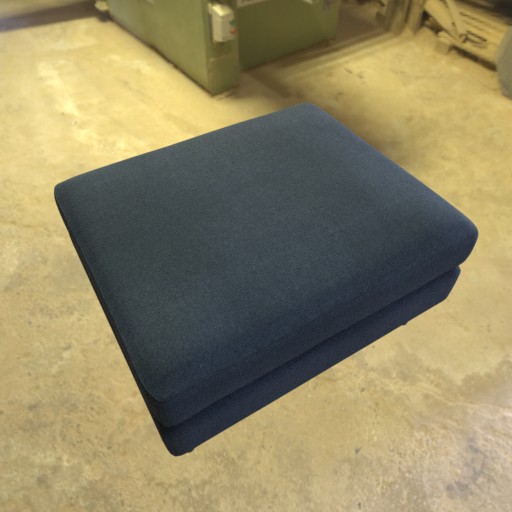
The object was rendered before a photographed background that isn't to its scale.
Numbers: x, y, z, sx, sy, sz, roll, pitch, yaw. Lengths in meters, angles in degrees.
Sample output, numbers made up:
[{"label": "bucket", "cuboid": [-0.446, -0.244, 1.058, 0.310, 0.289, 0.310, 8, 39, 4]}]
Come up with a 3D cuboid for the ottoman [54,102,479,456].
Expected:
[{"label": "ottoman", "cuboid": [0.000, 0.000, 1.198, 0.821, 0.474, 0.693, -24, 52, -20]}]
